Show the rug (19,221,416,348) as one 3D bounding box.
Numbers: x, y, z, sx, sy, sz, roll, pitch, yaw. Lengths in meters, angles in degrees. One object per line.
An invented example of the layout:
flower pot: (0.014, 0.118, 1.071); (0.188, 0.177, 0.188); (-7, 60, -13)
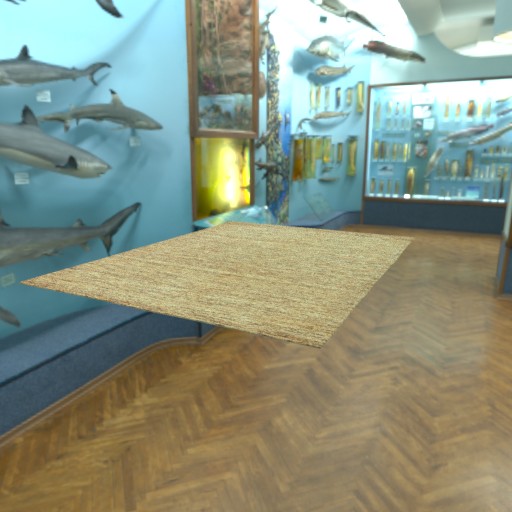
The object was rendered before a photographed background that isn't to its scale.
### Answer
rug: (0.000, 0.000, 4.229); (2.438, 0.012, 3.200); (7, 16, 27)
